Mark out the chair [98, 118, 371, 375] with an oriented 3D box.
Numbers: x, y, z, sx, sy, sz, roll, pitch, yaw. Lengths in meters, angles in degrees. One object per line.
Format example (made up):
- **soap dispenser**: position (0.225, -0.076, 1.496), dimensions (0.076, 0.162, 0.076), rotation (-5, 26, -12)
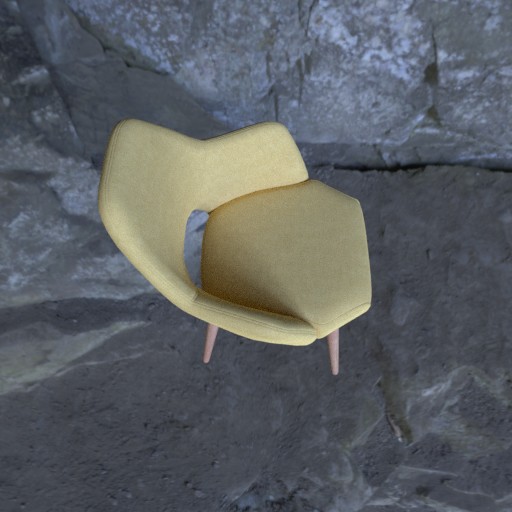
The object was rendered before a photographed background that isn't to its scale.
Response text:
- **chair**: position (0.000, 0.000, 1.240), dimensions (0.610, 0.840, 0.590), rotation (1, 63, 0)
